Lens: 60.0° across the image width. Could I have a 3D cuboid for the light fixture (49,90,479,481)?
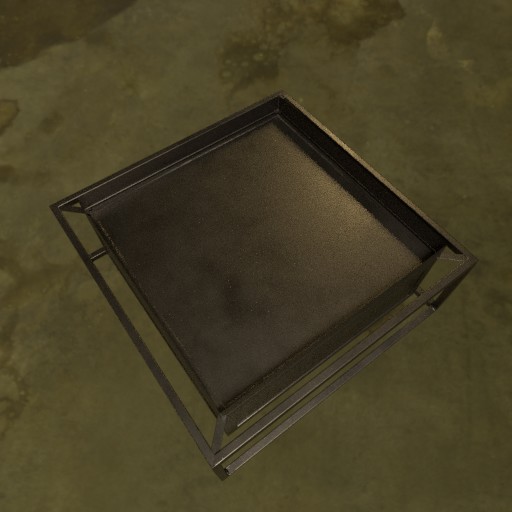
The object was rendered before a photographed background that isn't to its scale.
[{"bbox_3d":[0.000,0.000,0.691,0.441,0.191,0.441,-32,64,-18],"label":"light fixture"}]
